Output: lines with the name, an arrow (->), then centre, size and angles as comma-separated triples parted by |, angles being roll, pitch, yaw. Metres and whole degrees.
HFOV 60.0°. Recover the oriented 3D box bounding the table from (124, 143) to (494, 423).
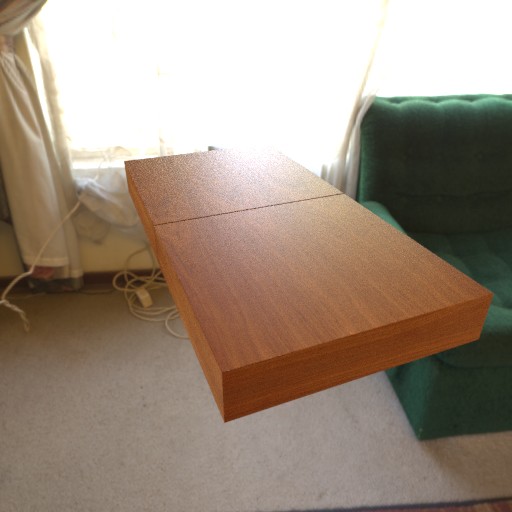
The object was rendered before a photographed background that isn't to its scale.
table -> 0.000, 0.000, 1.407 | 0.610, 0.330, 1.194 | -12, 32, -19
